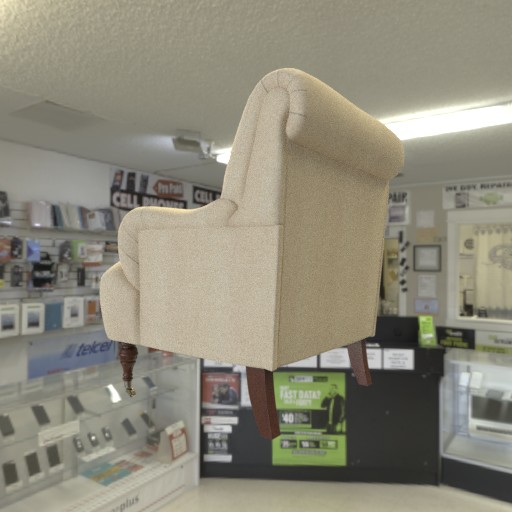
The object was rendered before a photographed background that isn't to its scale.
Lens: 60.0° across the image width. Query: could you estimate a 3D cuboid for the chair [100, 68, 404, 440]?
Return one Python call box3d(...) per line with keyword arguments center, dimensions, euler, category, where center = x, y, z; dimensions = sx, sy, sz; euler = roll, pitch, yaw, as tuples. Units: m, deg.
box3d(center=(0.000, 0.000, 1.563), dimensions=(0.842, 0.944, 0.766), euler=(-1, -1, 37), category="chair")
